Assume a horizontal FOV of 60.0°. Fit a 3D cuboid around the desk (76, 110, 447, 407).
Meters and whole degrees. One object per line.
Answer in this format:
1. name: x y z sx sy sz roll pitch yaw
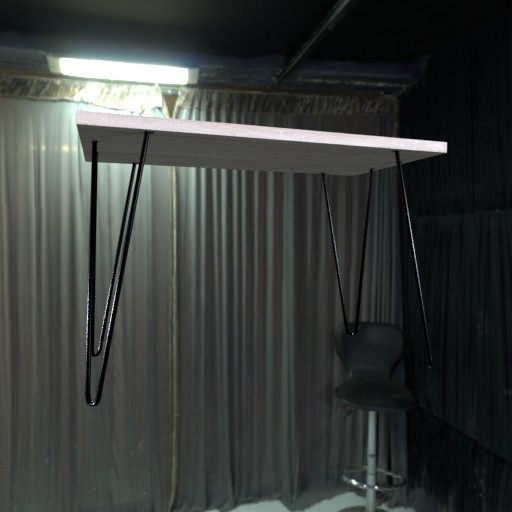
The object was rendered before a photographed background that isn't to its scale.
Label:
1. desk: 0.000 0.000 1.364 0.991 0.660 0.499 -1 2 -19
